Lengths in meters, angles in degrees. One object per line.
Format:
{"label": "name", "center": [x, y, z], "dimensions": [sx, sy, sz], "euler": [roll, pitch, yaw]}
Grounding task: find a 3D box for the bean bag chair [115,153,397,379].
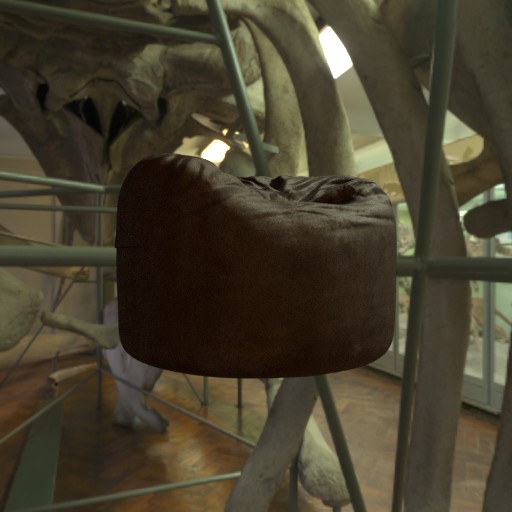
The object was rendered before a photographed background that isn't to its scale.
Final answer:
{"label": "bean bag chair", "center": [0.000, 0.000, 1.510], "dimensions": [0.918, 0.616, 0.918], "euler": [0, 0, 0]}
